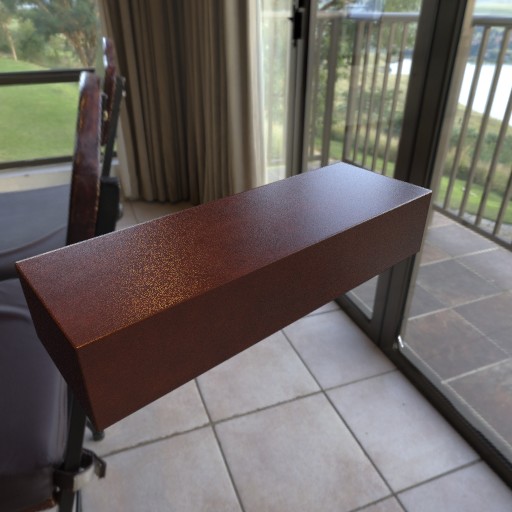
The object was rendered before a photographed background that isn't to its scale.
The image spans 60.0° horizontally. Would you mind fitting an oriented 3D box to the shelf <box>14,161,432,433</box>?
[{"bbox_3d":[0.000,0.000,0.509,0.457,0.088,0.152,-23,37,-34],"label":"shelf"}]
